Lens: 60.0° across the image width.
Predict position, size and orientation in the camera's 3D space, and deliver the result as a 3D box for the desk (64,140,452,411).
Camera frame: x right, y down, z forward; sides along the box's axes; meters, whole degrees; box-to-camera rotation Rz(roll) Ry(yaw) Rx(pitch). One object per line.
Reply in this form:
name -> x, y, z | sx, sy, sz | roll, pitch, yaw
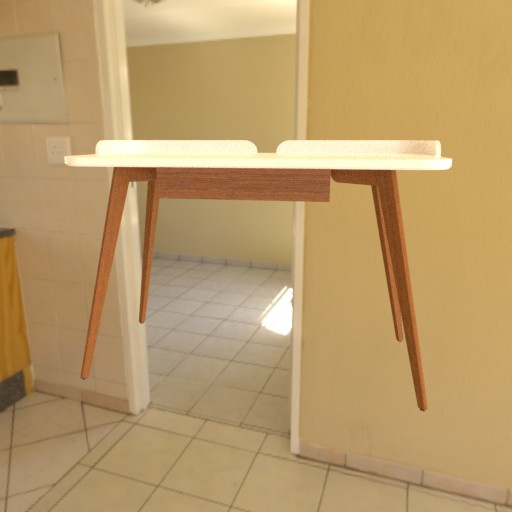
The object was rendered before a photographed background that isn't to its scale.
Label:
desk -> 0.000, 0.000, 1.600 | 1.206, 0.807, 0.534 | 2, 15, 9
